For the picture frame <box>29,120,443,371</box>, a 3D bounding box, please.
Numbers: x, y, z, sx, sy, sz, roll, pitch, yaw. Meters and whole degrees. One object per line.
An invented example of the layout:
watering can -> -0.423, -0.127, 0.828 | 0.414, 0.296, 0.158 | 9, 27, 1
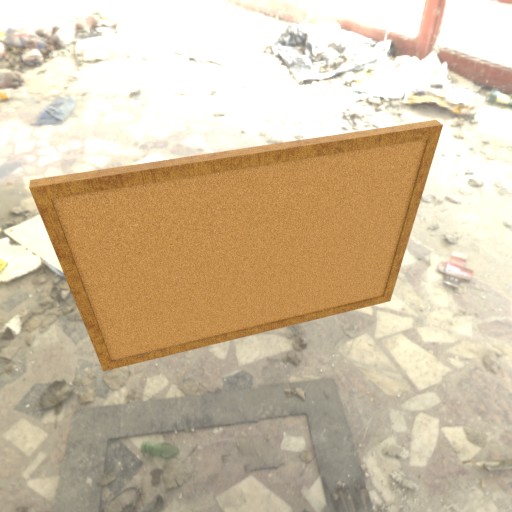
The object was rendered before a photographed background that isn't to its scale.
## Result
picture frame -> 0.000, 0.000, 1.171 | 0.922, 0.621, 0.029 | -12, 43, -13
